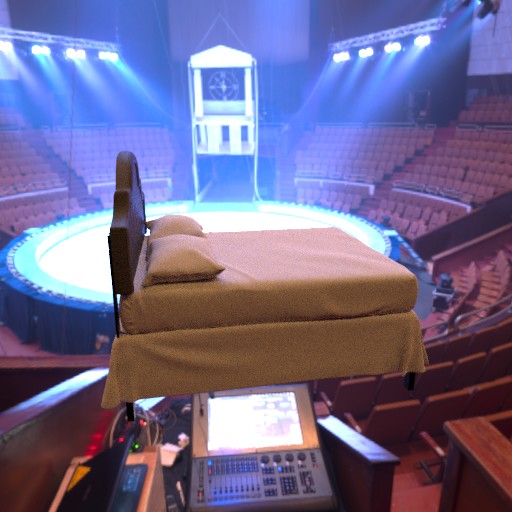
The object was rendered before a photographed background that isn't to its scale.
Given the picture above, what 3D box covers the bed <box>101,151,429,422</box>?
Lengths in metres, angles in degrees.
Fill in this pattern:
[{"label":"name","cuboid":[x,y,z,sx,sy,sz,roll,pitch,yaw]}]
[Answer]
[{"label":"bed","cuboid":[0.000,0.000,3.505,2.222,1.634,1.780,-3,17,-10]}]
